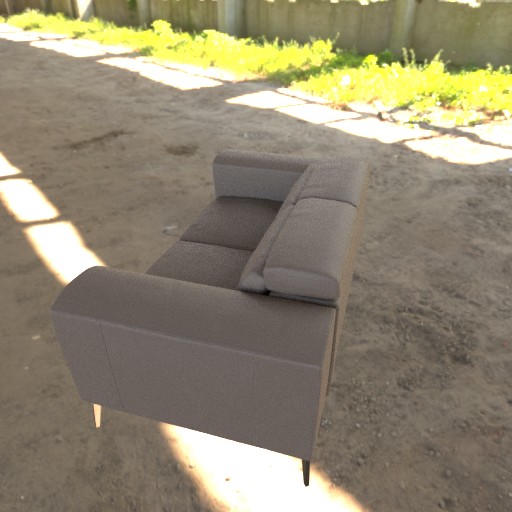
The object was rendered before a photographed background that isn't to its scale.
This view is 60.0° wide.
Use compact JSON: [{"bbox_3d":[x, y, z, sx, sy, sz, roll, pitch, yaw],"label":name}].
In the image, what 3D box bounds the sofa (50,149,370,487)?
[{"bbox_3d":[0.000,0.000,2.324,1.003,0.779,1.895,9,32,14],"label":"sofa"}]
